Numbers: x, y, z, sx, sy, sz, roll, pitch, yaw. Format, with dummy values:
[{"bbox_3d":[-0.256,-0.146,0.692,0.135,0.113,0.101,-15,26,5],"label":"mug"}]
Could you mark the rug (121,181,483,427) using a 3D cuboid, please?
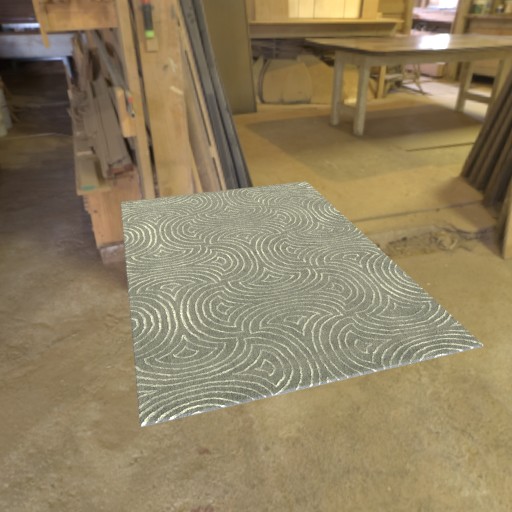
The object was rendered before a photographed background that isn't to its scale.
[{"bbox_3d":[0.000,0.000,2.730,1.543,0.015,2.144,-9,32,-14],"label":"rug"}]
